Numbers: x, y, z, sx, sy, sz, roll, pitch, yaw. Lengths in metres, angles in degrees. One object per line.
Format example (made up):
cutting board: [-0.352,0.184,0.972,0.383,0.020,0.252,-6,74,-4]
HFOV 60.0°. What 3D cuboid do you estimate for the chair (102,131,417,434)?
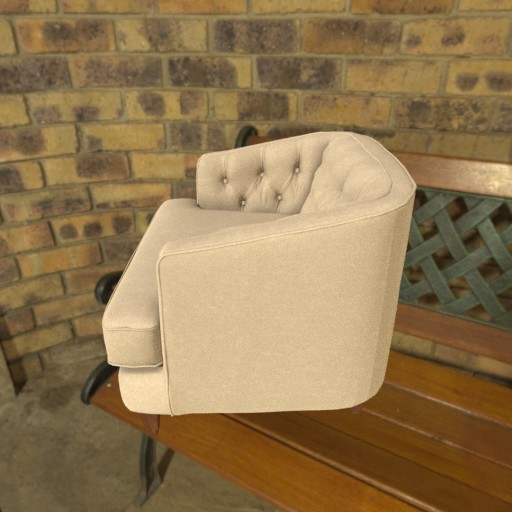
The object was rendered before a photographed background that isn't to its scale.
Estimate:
chair: [0.000,0.000,1.753,0.941,0.852,1.104,0,27,0]
